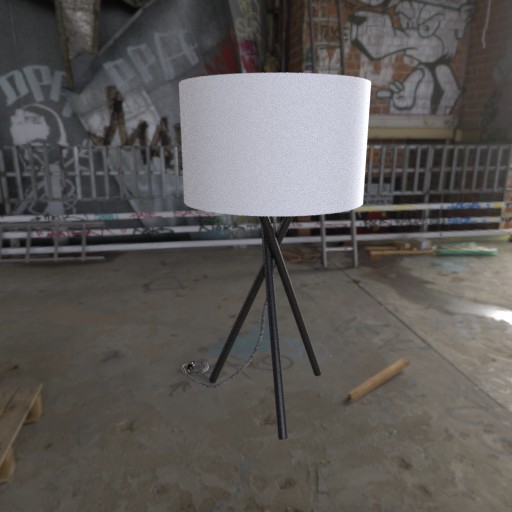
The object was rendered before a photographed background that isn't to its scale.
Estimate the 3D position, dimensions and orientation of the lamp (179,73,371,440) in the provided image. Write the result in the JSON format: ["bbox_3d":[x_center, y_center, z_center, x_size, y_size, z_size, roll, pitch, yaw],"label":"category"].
[{"bbox_3d":[0.000,0.000,0.931,0.422,0.674,0.353,3,16,10],"label":"lamp"}]
